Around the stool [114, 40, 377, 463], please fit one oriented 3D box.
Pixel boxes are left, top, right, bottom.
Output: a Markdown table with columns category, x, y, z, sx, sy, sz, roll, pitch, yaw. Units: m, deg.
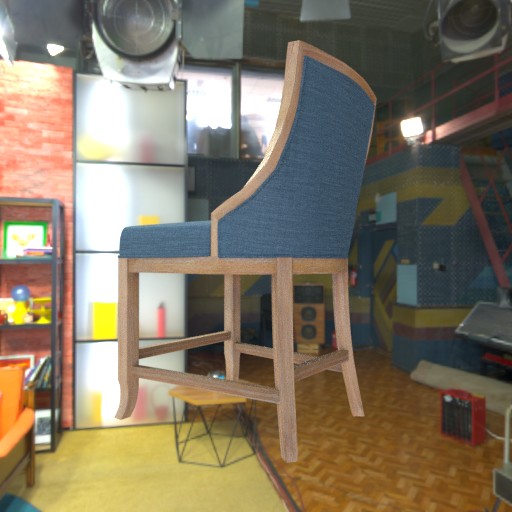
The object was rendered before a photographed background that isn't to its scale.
| category | x | y | z | sx | sy | sz | roll | pitch | yaw |
| --- | --- | --- | --- | --- | --- | --- | --- | --- | --- |
| stool | 0.000 | 0.000 | 1.300 | 0.626 | 0.938 | 0.524 | -1 | -1 | 37 |
